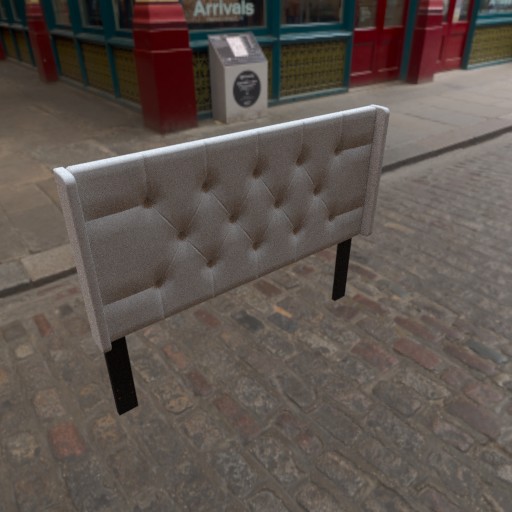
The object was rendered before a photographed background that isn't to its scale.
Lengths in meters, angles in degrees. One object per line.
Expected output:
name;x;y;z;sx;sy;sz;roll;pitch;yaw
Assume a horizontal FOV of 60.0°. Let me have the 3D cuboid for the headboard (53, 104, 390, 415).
headboard;0.000;0.000;2.717;2.051;1.524;0.184;-22;37;-32
